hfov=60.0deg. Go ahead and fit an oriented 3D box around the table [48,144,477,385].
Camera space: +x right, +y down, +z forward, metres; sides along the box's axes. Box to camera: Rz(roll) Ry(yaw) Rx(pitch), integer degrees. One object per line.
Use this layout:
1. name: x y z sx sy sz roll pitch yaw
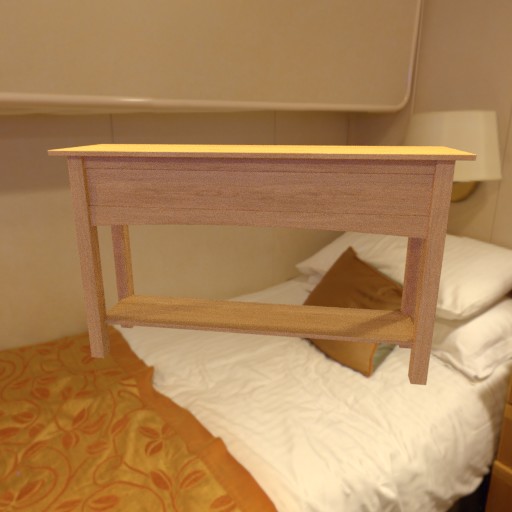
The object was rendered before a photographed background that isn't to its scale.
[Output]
1. table: 0.000 0.000 1.540 1.240 0.730 0.350 3 17 8
